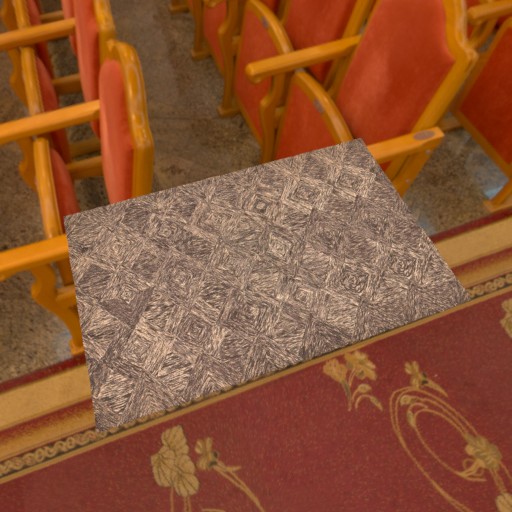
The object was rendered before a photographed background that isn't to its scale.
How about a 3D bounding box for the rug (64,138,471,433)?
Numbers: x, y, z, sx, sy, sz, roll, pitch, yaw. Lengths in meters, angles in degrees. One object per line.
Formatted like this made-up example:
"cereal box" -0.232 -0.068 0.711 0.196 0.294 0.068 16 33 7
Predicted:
"rug" 0.000 0.000 2.277 1.808 0.011 1.189 -17 59 -10
